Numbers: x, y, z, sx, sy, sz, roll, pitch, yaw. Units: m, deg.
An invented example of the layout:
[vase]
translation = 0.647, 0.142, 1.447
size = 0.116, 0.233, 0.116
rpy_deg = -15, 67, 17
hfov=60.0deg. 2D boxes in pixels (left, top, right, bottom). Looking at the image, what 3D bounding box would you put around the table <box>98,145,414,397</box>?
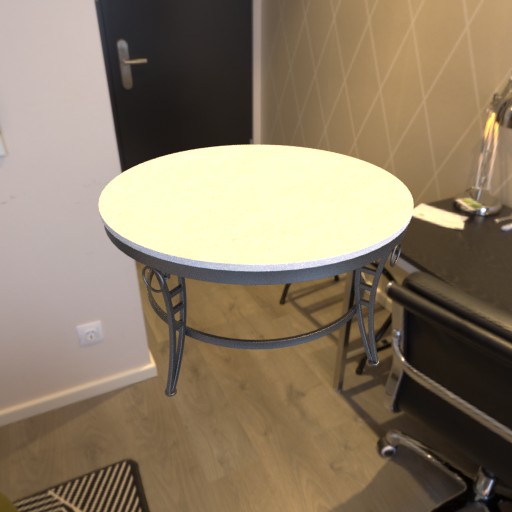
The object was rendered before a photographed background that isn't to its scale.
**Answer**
[table]
translation = 0.000, 0.000, 1.425
size = 0.889, 0.470, 0.889
rpy_deg = 0, 30, 0
